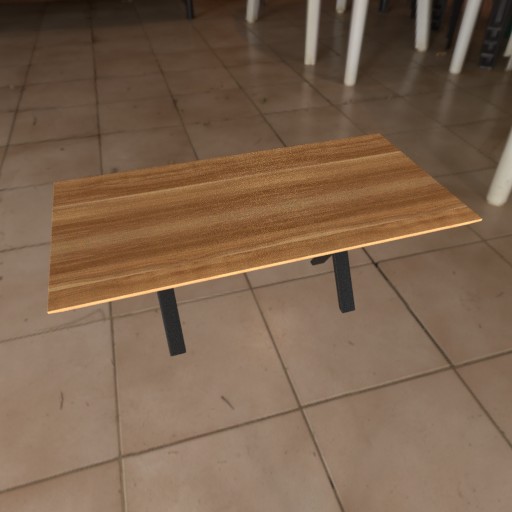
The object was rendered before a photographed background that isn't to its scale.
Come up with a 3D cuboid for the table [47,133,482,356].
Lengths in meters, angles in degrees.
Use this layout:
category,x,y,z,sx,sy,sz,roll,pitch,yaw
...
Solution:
category,x,y,z,sx,sy,sz,roll,pitch,yaw
table,0.000,0.000,2.542,2.000,0.770,1.000,-12,42,-13
